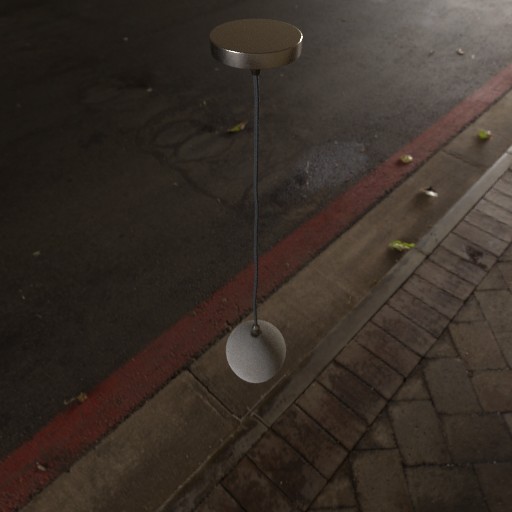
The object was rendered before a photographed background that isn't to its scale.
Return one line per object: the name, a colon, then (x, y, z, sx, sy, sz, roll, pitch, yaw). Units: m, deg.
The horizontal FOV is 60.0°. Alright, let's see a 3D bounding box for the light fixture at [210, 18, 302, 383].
light fixture: (0.000, 0.000, 0.805, 0.139, 0.764, 0.139, -11, 47, -10)
